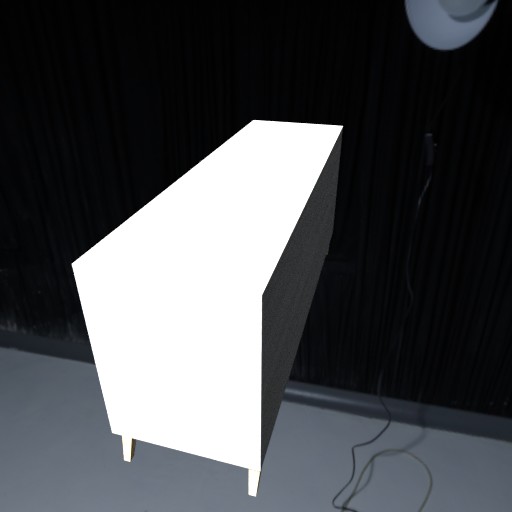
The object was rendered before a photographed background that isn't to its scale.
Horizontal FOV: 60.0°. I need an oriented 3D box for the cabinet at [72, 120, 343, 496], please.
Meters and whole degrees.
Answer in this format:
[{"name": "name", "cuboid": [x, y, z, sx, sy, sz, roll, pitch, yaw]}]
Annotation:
[{"name": "cabinet", "cuboid": [0.000, 0.000, 1.946, 0.500, 0.780, 1.649, 8, 31, 14]}]
